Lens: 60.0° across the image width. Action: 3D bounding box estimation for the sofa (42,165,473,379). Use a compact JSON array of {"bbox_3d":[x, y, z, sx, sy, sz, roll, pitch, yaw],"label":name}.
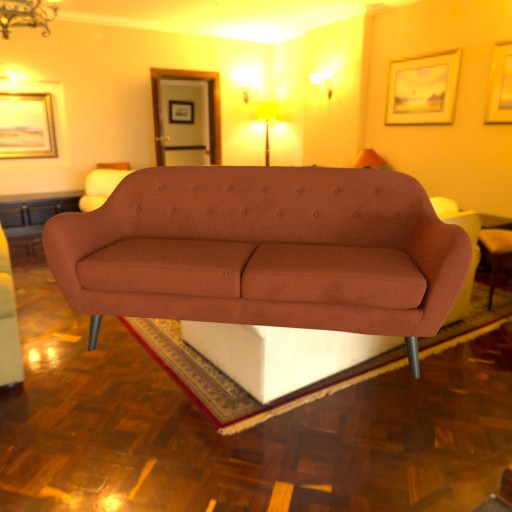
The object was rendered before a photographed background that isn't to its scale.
[{"bbox_3d":[0.000,0.000,2.240,1.840,0.836,0.820,3,16,9],"label":"sofa"}]
